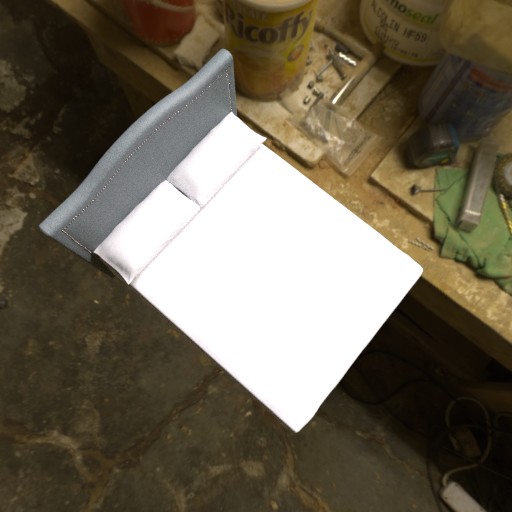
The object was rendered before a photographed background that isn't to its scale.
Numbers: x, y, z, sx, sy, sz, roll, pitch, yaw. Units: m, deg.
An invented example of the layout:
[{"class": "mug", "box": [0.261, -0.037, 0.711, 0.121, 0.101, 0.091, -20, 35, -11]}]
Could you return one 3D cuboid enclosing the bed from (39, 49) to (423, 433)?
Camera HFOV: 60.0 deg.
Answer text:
[{"class": "bed", "box": [0.000, 0.000, 3.371, 2.143, 1.460, 1.753, 40, 79, 10]}]
